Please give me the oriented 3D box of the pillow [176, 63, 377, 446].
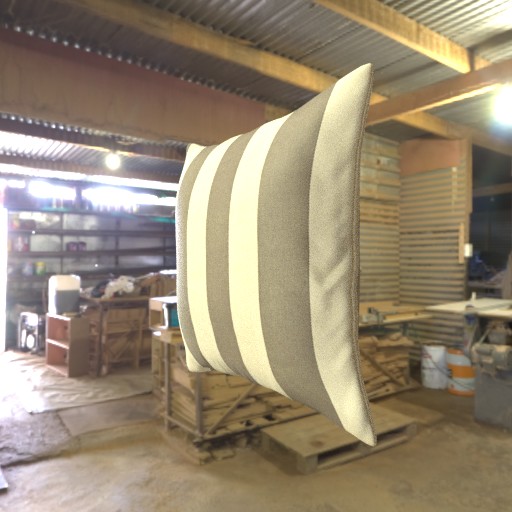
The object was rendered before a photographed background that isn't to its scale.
[{"bbox_3d":[0.000,0.000,0.784,0.192,0.507,0.522,0,0,-36],"label":"pillow"}]
